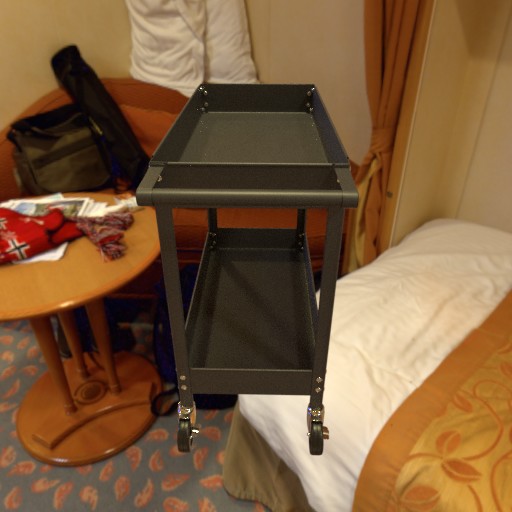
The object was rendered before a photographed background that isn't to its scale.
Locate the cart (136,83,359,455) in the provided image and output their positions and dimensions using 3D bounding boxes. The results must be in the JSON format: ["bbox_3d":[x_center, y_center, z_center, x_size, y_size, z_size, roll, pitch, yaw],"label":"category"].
[{"bbox_3d":[0.000,0.000,1.166,0.366,0.719,0.779,1,32,1],"label":"cart"}]
